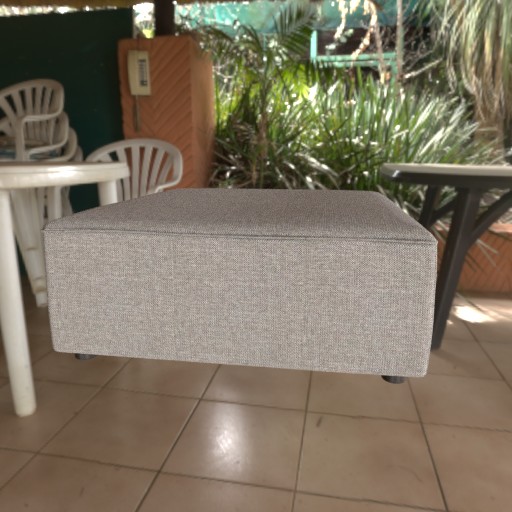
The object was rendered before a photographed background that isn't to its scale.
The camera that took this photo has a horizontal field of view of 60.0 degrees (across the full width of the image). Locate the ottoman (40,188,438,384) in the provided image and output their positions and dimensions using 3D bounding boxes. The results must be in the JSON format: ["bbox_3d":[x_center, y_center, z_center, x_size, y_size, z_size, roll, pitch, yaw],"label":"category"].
[{"bbox_3d":[0.000,0.000,1.592,1.023,0.423,1.017,2,14,9],"label":"ottoman"}]
